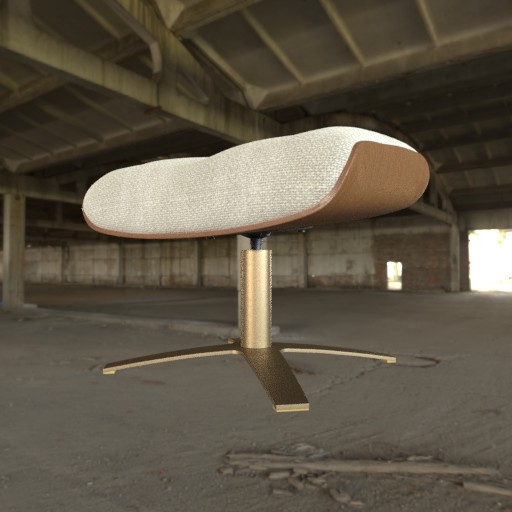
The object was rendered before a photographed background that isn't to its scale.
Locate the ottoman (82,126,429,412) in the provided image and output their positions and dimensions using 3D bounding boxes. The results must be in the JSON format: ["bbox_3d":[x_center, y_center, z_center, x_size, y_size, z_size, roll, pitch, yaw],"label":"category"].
[{"bbox_3d":[0.000,0.000,0.796,0.520,0.391,0.394,-1,-2,35],"label":"ottoman"}]
